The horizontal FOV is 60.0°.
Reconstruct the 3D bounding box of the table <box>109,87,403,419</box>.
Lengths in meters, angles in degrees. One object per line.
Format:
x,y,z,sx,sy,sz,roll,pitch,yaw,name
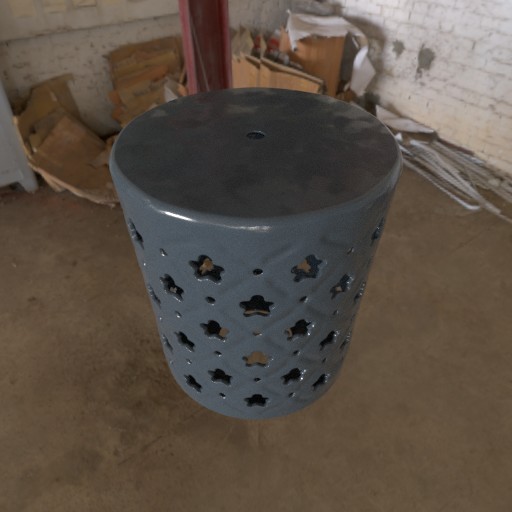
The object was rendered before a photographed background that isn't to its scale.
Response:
0.000,0.000,0.663,0.352,0.387,0.352,0,41,0,table
